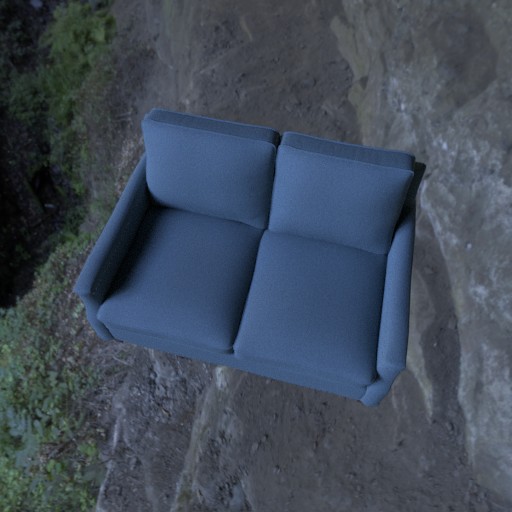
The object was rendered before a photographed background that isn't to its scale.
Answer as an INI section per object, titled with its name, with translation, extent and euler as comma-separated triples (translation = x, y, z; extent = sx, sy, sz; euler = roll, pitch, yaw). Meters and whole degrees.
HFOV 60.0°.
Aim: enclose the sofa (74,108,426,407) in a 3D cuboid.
[sofa]
translation = 0.000, 0.000, 2.361
extent = 1.597, 1.003, 1.084
euler = 12, 61, 7
